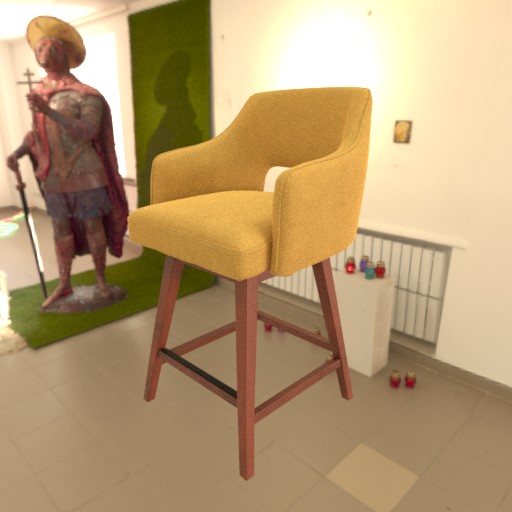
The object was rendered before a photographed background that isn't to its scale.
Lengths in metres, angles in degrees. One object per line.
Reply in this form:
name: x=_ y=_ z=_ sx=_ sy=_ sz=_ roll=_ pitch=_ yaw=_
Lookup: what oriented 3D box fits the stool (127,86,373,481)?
stool: x=0.000 y=0.000 z=1.271 sx=0.548 sy=0.924 sz=0.558 roll=17 pitch=24 yaw=42
